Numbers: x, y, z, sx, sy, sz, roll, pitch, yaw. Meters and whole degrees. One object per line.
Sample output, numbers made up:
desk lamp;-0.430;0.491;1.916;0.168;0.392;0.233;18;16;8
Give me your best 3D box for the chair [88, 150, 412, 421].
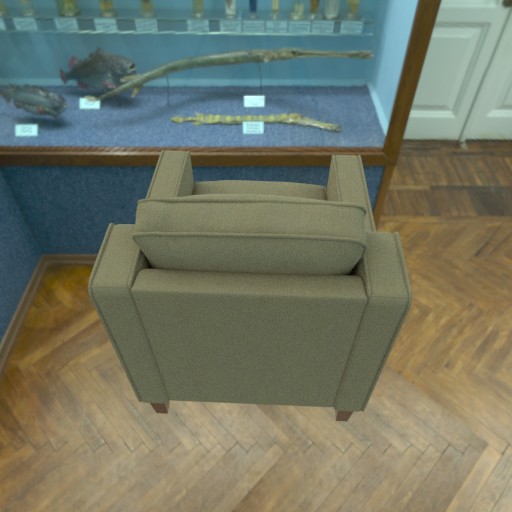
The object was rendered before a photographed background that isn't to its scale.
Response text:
chair;0.000;0.000;1.672;0.831;0.960;0.909;2;47;2
